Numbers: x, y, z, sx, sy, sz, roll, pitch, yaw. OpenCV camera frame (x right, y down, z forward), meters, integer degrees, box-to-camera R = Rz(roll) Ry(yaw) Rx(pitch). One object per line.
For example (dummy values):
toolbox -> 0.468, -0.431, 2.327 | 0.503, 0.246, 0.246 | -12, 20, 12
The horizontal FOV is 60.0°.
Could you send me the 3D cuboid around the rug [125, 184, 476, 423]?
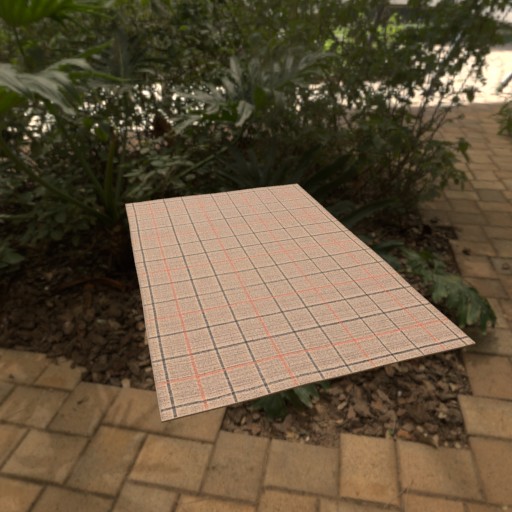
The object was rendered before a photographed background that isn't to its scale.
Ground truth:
rug -> 0.000, 0.000, 2.326 | 1.220, 0.013, 1.829 | -9, 31, -15
